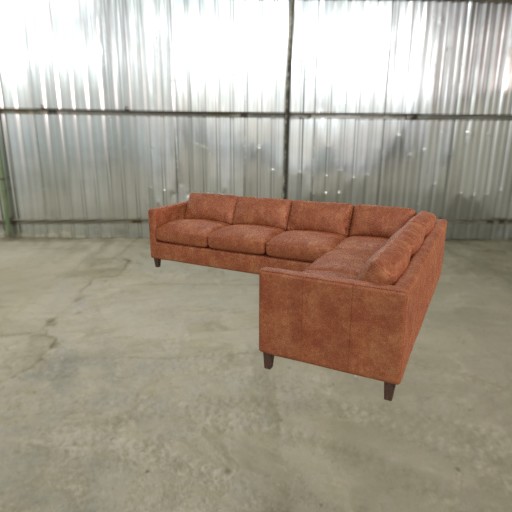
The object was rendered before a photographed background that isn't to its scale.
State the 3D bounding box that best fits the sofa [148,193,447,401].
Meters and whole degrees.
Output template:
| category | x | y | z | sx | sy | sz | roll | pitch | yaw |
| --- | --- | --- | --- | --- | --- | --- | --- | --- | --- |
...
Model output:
| category | x | y | z | sx | sy | sz | roll | pitch | yaw |
| --- | --- | --- | --- | --- | --- | --- | --- | --- | --- |
| sofa | 0.000 | 0.000 | 4.240 | 3.167 | 0.838 | 2.438 | 8 | 17 | 26 |
